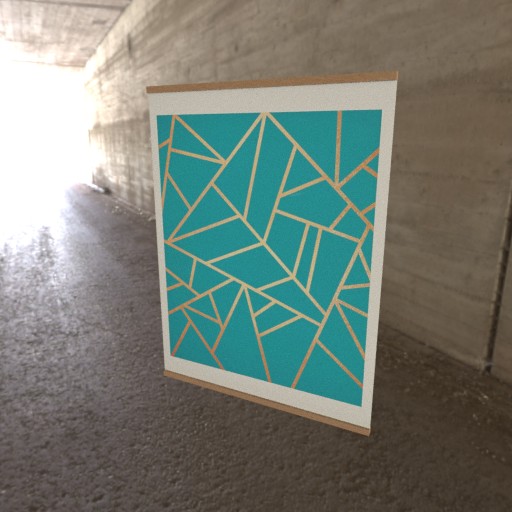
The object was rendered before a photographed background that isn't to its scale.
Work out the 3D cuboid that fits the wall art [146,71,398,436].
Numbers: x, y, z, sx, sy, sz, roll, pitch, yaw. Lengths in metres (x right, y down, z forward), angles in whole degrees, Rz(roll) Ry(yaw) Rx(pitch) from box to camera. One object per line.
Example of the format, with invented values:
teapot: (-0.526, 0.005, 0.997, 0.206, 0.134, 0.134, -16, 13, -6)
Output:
wall art: (0.000, 0.000, 0.819, 0.459, 0.608, 0.012, 8, 17, 26)
